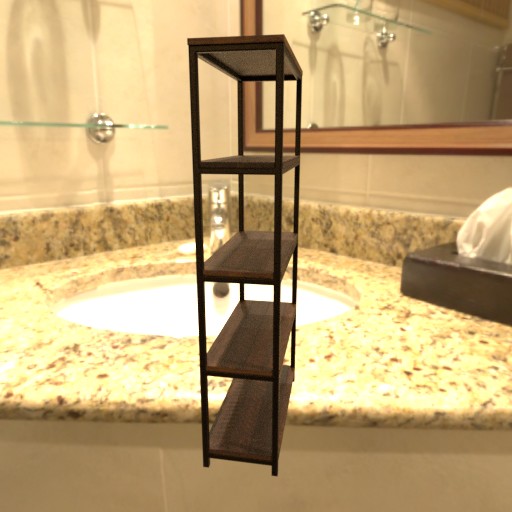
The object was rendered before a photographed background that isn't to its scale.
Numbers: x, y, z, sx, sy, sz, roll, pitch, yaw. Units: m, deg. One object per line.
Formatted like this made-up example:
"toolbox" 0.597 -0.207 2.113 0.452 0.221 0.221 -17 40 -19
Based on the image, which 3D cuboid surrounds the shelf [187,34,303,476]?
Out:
"shelf" 0.000 0.000 2.249 0.359 1.860 0.874 3 15 10
